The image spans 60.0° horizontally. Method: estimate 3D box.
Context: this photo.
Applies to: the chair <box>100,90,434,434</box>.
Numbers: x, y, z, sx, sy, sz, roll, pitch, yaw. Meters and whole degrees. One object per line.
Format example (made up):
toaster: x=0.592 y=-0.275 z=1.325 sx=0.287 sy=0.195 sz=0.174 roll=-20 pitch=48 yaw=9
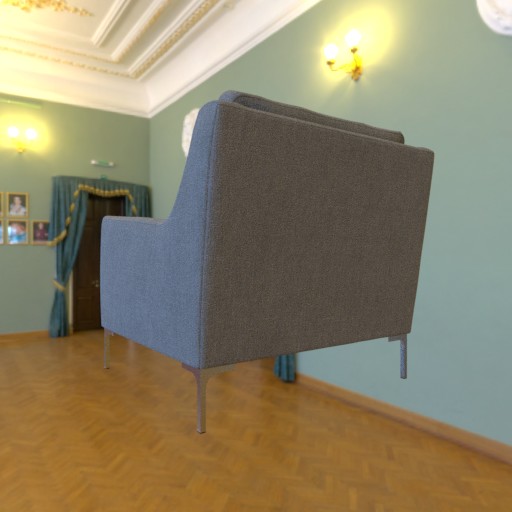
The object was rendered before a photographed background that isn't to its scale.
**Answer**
chair: x=0.000 y=0.000 z=1.531 sx=0.847 sy=0.828 sz=0.849 roll=0 pitch=0 yaw=-36
